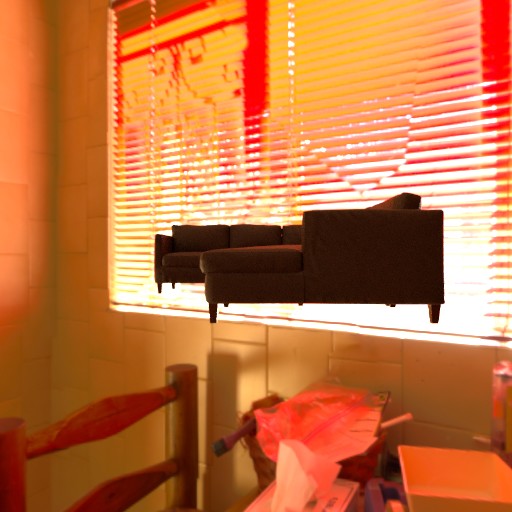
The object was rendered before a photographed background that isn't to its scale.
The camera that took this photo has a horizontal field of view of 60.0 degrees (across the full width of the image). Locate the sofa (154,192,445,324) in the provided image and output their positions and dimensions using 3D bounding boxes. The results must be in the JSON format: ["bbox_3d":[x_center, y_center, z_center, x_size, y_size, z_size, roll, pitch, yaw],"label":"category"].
[{"bbox_3d":[0.000,0.000,4.617,2.593,0.923,3.460,0,0,1],"label":"sofa"}]
